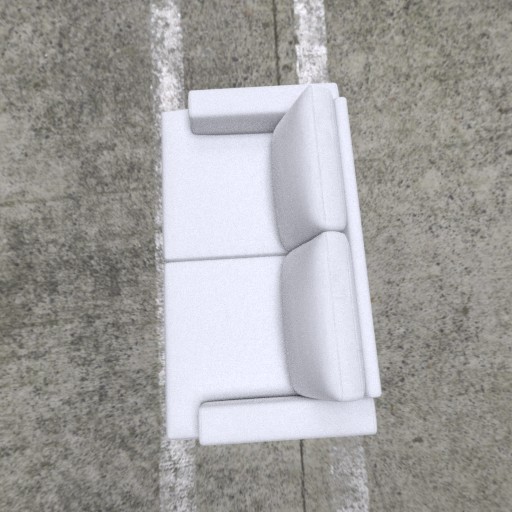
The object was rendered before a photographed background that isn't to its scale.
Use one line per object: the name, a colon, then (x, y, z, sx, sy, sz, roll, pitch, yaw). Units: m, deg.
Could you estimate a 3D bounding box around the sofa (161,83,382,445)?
sofa: (0.000, 0.000, 2.159, 0.920, 0.810, 1.650, -3, 77, -1)
